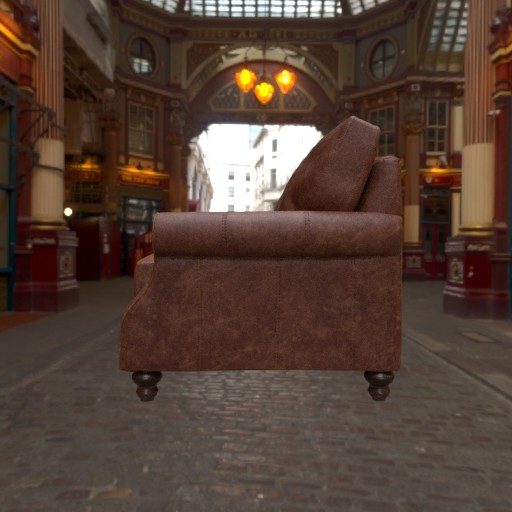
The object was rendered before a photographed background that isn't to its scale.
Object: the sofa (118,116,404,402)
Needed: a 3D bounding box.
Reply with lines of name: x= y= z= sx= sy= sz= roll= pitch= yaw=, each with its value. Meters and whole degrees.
sofa: x=0.000 y=0.000 z=2.193 sx=0.990 sy=0.967 sz=1.616 roll=0 pitch=1 yaw=0
